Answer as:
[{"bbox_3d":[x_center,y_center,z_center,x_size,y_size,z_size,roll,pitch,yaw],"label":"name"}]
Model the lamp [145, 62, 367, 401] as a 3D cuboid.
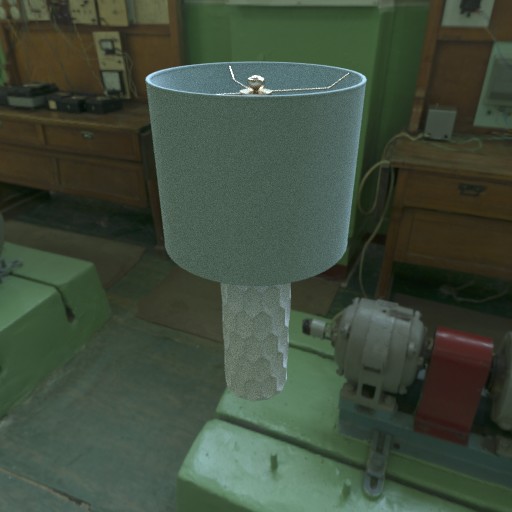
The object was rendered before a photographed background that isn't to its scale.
[{"bbox_3d":[0.000,0.000,0.701,0.277,0.534,0.277,11,32,18],"label":"lamp"}]
